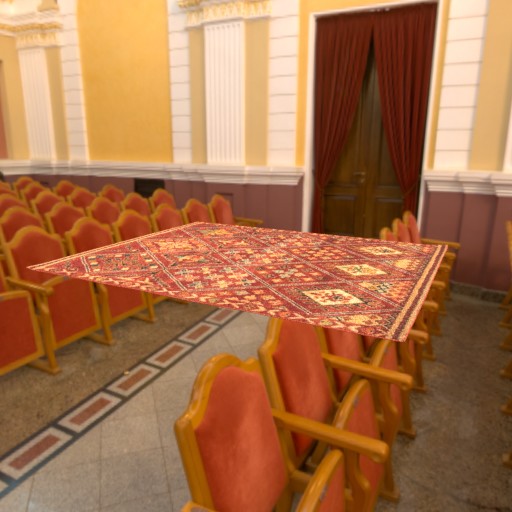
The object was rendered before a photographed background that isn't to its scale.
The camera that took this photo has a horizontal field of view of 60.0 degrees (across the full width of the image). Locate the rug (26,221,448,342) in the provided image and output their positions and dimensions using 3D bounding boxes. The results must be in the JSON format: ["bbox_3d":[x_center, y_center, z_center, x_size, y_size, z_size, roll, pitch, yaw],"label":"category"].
[{"bbox_3d":[0.000,0.000,4.102,3.086,0.030,2.489,8,16,27],"label":"rug"}]
